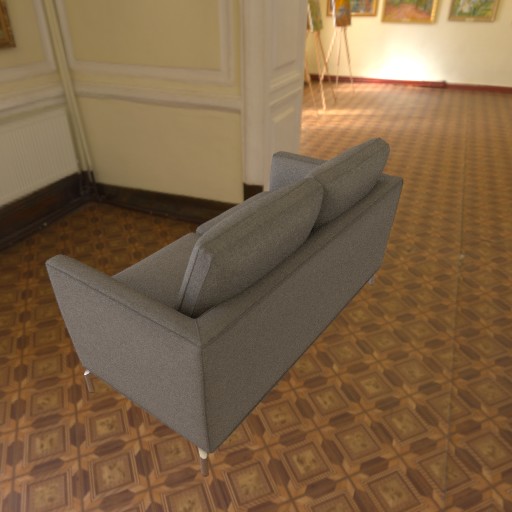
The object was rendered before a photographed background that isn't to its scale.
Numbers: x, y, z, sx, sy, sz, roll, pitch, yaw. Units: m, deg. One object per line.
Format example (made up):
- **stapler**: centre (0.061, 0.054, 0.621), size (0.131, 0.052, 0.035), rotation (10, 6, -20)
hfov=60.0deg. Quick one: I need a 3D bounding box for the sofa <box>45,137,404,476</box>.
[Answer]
- **sofa**: centre (0.000, 0.000, 2.097), size (0.803, 0.924, 1.594), rotation (21, 37, 30)
